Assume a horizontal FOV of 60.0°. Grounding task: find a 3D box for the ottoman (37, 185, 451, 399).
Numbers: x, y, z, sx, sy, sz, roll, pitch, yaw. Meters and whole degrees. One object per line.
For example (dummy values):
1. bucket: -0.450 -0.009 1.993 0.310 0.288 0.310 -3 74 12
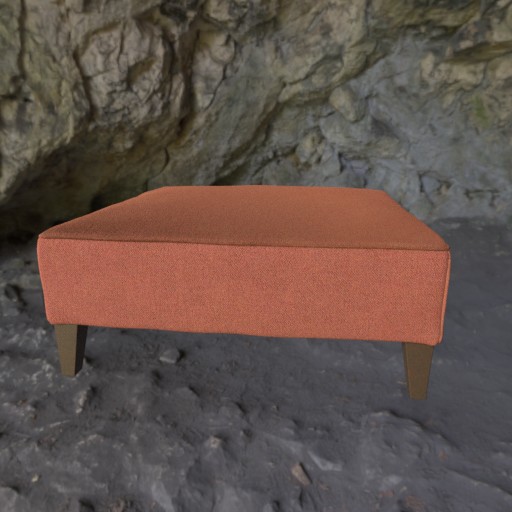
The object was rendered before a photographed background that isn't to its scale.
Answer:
1. ottoman: 0.000 0.000 1.531 0.999 0.438 0.997 2 16 7
